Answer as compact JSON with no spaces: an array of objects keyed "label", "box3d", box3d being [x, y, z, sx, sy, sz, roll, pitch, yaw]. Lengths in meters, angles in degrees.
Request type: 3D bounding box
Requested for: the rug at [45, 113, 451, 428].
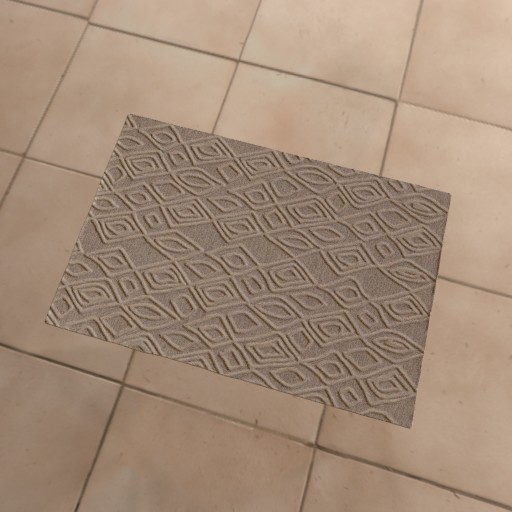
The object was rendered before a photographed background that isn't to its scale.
[{"label":"rug","box3d":[0.000,0.000,2.272,1.832,0.016,1.224,15,75,4]}]
